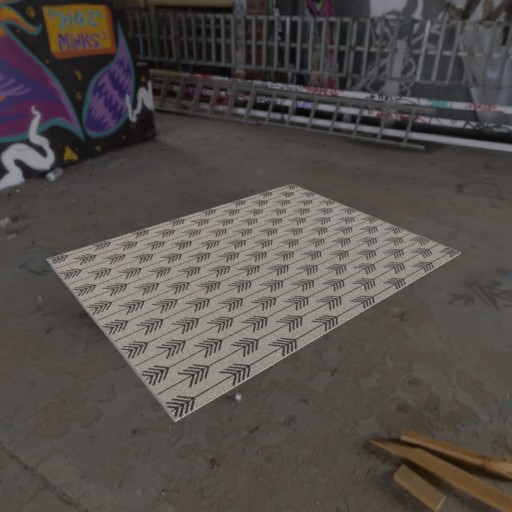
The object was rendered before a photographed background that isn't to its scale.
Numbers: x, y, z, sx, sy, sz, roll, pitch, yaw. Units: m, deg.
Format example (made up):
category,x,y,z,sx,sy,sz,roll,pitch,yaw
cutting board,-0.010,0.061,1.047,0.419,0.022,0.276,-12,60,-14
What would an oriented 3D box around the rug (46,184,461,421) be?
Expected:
category,x,y,z,sx,sy,sz,roll,pitch,yaw
rug,0.000,0.000,4.095,3.061,0.010,2.330,-22,36,-33
